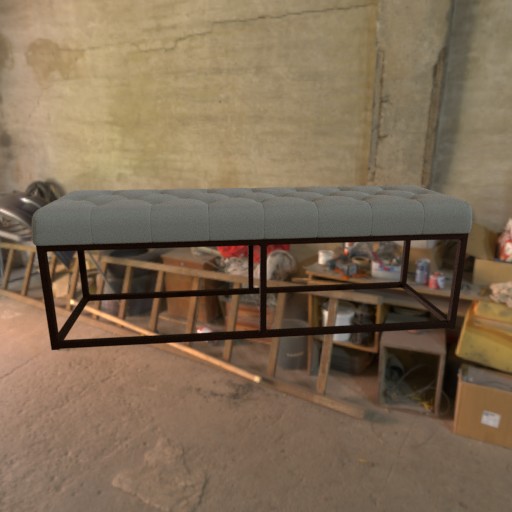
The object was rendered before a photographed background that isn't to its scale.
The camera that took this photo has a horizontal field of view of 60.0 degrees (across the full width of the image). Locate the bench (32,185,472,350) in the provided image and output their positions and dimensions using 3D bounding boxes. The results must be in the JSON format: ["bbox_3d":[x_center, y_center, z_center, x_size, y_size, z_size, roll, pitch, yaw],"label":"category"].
[{"bbox_3d":[0.000,0.000,1.736,1.488,0.488,0.479,-2,17,-6],"label":"bench"}]
